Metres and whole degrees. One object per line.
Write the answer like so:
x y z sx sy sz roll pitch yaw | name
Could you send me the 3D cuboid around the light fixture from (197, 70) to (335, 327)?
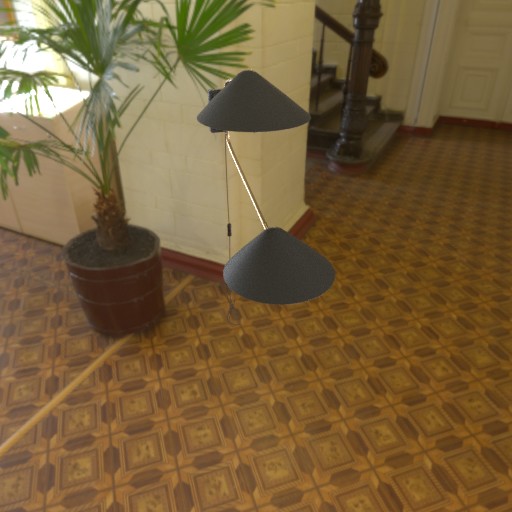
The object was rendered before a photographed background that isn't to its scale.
0.000 0.000 0.865 0.189 0.665 0.422 -10 33 -16 | light fixture
